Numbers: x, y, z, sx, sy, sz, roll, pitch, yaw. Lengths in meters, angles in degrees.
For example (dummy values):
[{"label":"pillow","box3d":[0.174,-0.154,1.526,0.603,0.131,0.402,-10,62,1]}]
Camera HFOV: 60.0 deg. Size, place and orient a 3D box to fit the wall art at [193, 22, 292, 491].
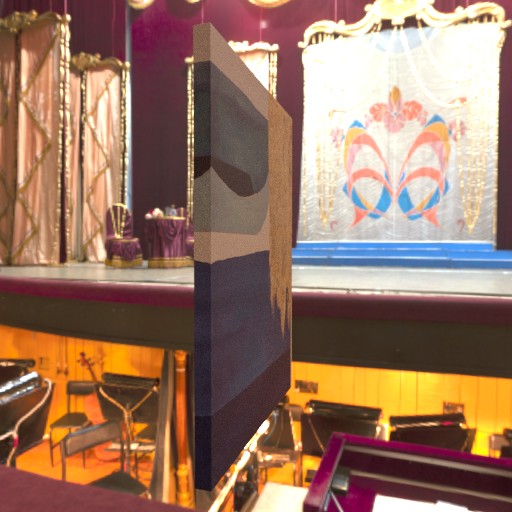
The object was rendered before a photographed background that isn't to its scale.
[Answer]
[{"label":"wall art","box3d":[0.000,0.000,0.801,0.026,0.613,0.458,0,1,18]}]
